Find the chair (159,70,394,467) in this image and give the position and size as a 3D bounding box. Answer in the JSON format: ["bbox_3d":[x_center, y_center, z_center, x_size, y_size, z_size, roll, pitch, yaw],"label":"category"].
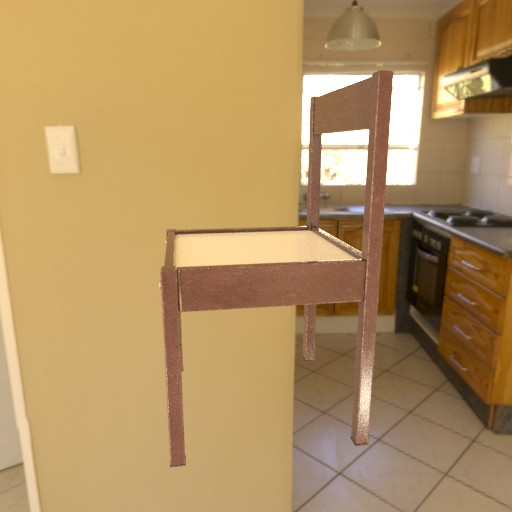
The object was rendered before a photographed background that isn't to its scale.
[{"bbox_3d":[0.000,0.000,0.694,0.285,0.505,0.285,-2,14,-9],"label":"chair"}]
